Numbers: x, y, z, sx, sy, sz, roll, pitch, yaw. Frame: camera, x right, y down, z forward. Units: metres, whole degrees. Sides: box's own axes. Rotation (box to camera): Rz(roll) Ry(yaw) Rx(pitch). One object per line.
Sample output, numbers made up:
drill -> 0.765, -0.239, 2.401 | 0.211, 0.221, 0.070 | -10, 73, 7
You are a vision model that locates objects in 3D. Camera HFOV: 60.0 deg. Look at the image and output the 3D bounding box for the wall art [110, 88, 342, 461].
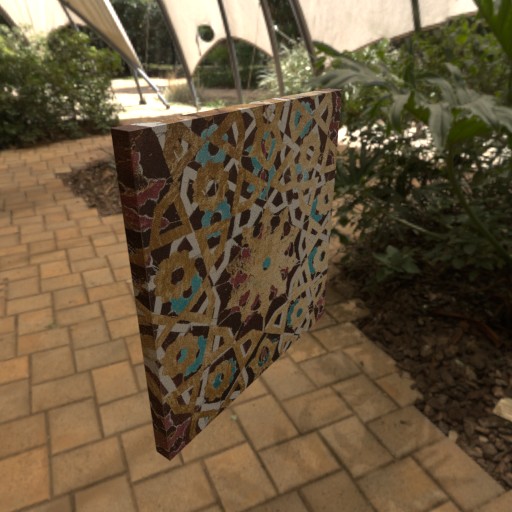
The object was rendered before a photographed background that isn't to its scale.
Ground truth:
wall art -> 0.000, 0.000, 0.936 | 0.041, 0.613, 0.609 | 18, 32, 32
